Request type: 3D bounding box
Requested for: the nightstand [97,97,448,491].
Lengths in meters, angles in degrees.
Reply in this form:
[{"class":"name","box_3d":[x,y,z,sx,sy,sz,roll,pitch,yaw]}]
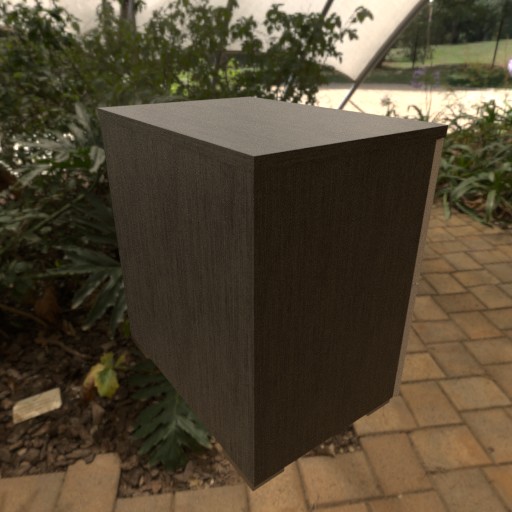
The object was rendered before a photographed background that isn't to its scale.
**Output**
[{"class":"nightstand","box_3d":[0.000,0.000,0.752,0.325,0.460,0.441,-17,30,-32]}]
